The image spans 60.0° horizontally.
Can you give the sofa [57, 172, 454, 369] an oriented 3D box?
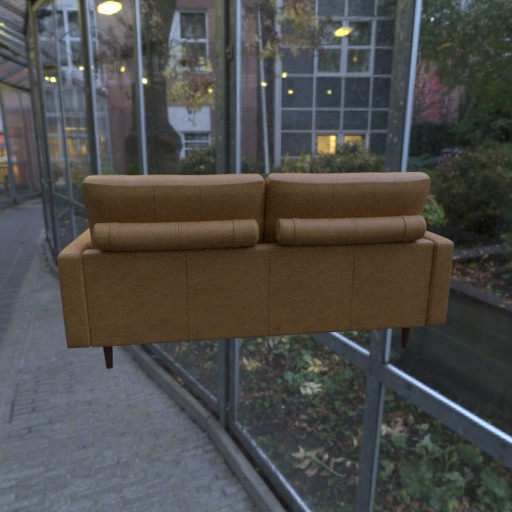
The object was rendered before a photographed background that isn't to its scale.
[{"bbox_3d":[0.000,0.000,2.364,1.821,0.898,0.850,-2,14,-8],"label":"sofa"}]
